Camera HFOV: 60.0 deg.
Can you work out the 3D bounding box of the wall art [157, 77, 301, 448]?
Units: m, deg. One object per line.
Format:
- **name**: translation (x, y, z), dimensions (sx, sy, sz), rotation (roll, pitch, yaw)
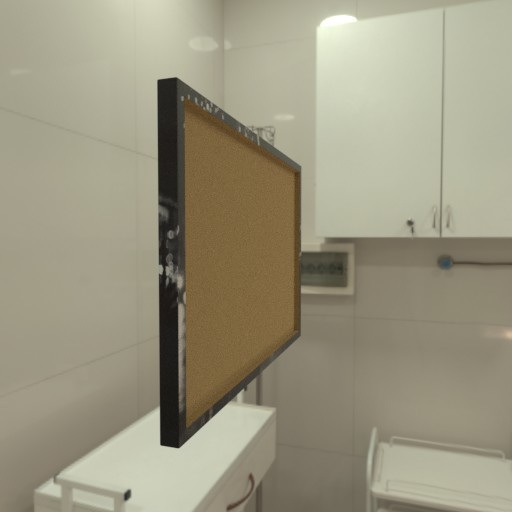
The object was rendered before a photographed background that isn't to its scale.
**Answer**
- **wall art**: translation (0.000, 0.000, 1.162), dimensions (0.038, 0.609, 0.914), rotation (1, 2, 18)
